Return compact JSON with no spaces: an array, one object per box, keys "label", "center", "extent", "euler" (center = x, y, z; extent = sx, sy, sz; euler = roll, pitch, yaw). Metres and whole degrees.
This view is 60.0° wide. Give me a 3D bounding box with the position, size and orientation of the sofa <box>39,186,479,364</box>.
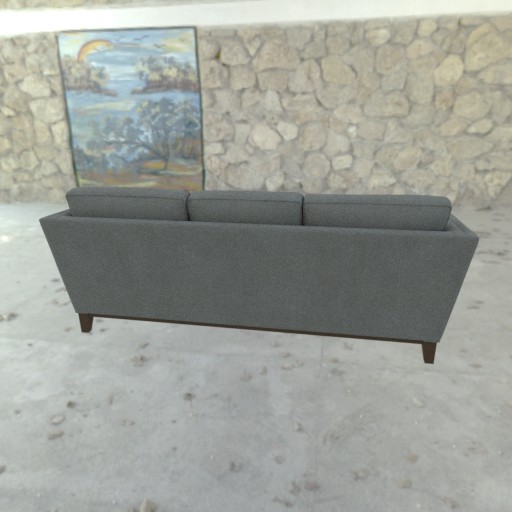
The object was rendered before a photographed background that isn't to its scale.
[{"label":"sofa","center":[0.000,0.000,2.889],"extent":[2.387,0.940,0.965],"euler":[3,17,10]}]
